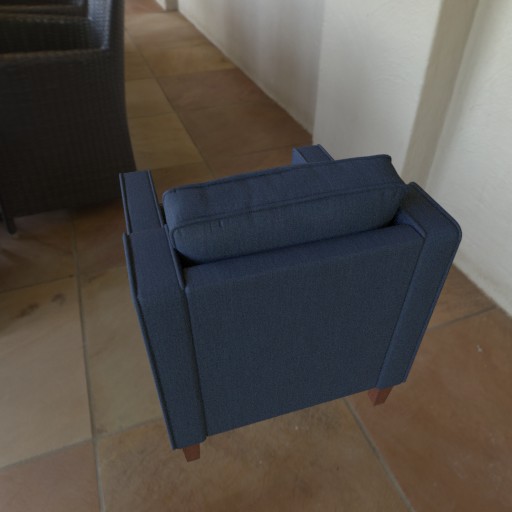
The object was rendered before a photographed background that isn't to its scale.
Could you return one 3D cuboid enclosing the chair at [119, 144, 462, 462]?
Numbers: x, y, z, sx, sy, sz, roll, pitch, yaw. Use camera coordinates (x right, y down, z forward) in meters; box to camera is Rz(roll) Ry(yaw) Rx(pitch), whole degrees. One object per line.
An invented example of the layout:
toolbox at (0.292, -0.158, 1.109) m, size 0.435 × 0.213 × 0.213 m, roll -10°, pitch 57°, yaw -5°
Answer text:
chair at (0.000, 0.000, 1.578) m, size 0.831 × 0.960 × 0.909 m, roll -11°, pitch 42°, yaw -13°
